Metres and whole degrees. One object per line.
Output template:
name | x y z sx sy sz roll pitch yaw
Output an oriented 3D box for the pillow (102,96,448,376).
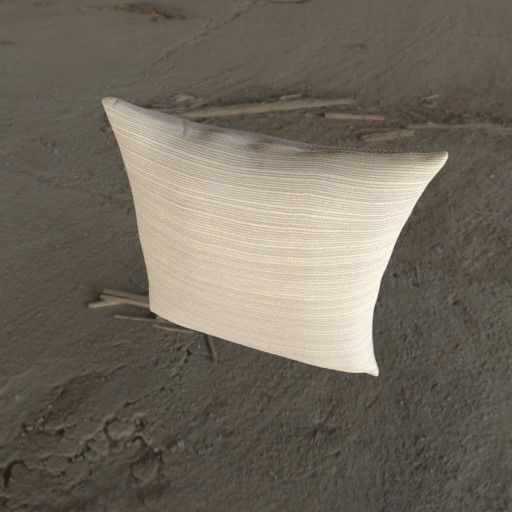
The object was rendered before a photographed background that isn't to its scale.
pillow | 0.000 0.000 0.779 0.512 0.497 0.204 13 43 14
